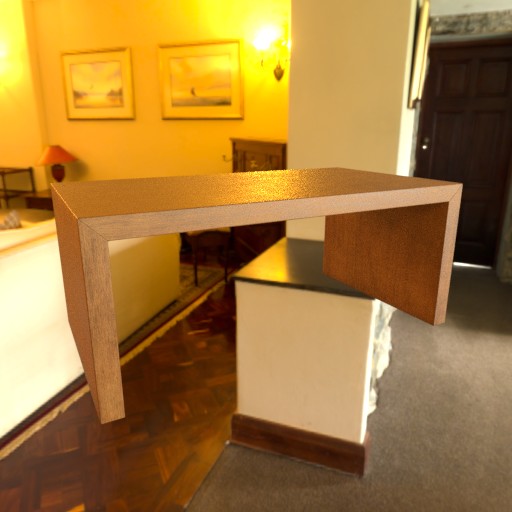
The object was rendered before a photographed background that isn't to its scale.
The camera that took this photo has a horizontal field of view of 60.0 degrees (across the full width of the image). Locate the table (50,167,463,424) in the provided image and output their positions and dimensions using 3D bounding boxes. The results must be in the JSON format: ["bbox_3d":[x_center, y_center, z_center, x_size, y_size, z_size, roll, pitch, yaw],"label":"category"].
[{"bbox_3d":[0.000,0.000,1.284,1.000,0.419,0.549,-9,19,-27],"label":"table"}]
